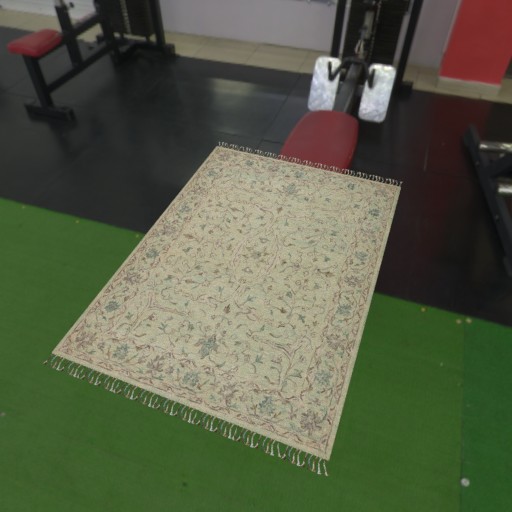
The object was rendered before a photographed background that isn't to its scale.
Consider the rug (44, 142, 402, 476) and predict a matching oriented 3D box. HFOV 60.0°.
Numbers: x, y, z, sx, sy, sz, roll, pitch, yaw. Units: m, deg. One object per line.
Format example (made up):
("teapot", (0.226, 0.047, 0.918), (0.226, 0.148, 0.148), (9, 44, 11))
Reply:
("rug", (0.000, 0.000, 2.280), (1.247, 0.008, 1.802), (16, 49, 14))
